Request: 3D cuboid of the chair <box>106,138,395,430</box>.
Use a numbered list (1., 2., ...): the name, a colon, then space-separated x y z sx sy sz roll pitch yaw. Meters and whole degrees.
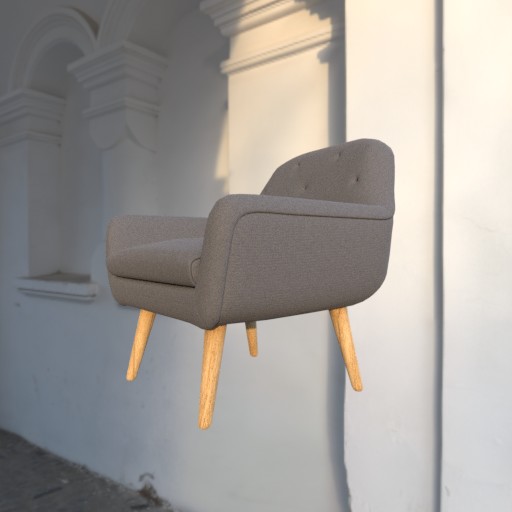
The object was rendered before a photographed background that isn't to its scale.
1. chair: 0.000 0.000 1.418 0.779 0.800 0.770 -1 1 -36
